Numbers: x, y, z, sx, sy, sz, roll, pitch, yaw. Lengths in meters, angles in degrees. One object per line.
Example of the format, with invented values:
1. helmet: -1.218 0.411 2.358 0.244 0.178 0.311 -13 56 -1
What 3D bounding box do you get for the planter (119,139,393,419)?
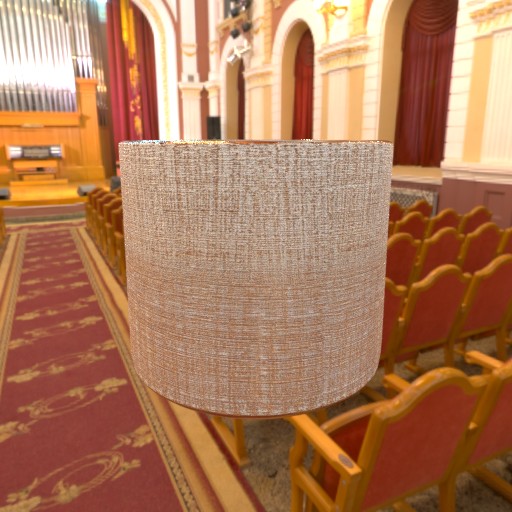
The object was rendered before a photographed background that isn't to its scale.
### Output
1. planter: 0.000 0.000 0.312 0.177 0.157 0.177 0 14 0
